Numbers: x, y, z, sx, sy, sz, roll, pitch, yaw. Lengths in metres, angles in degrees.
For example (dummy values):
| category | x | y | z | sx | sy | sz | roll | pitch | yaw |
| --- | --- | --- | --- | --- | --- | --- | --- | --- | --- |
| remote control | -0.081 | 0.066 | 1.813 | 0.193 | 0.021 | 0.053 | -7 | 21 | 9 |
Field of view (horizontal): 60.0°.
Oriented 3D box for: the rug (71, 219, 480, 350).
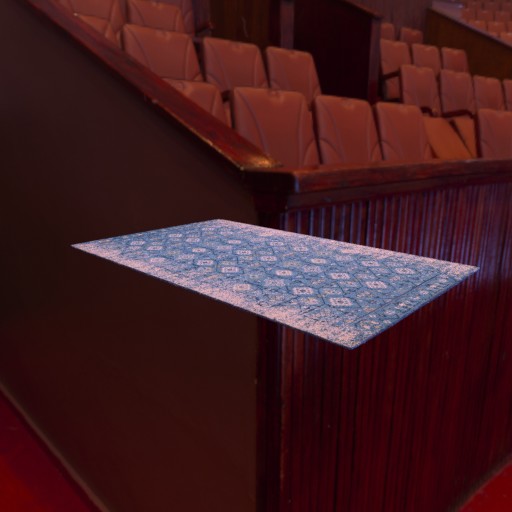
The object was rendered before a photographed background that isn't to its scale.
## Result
| category | x | y | z | sx | sy | sz | roll | pitch | yaw |
| --- | --- | --- | --- | --- | --- | --- | --- | --- | --- |
| rug | 0.000 | 0.000 | 2.230 | 1.795 | 0.008 | 1.102 | 14 | 21 | 42 |
